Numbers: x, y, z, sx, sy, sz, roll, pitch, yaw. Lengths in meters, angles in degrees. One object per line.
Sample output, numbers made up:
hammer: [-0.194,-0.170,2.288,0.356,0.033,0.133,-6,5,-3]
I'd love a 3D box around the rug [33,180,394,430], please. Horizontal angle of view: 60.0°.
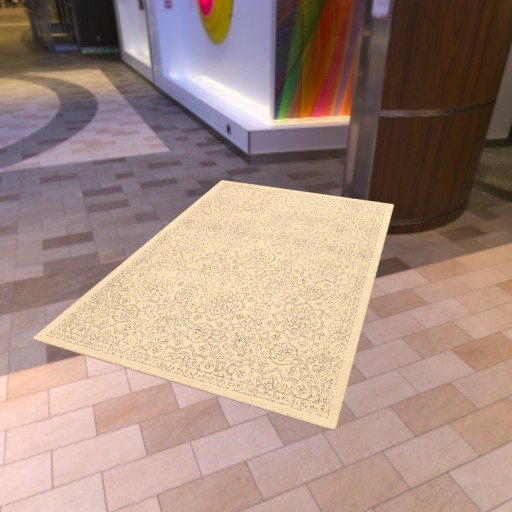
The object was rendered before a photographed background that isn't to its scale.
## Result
rug: [0.000,0.000,2.314,1.219,0.010,1.829,11,33,18]
